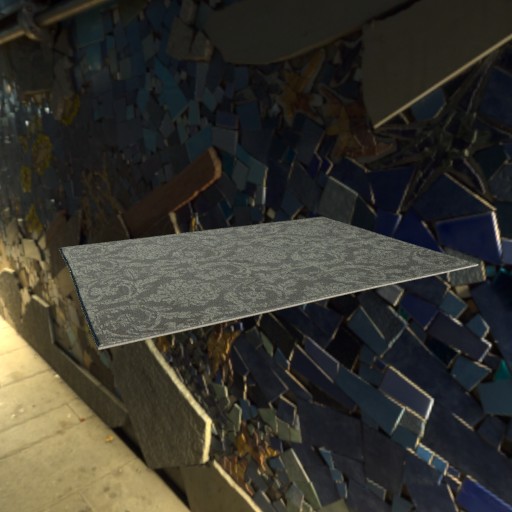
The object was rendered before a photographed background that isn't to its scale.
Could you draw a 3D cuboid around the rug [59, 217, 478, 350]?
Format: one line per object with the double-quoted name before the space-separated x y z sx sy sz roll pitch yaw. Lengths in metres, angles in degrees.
"rug" 0.000 0.000 2.846 2.206 0.014 1.578 -9 19 -27
